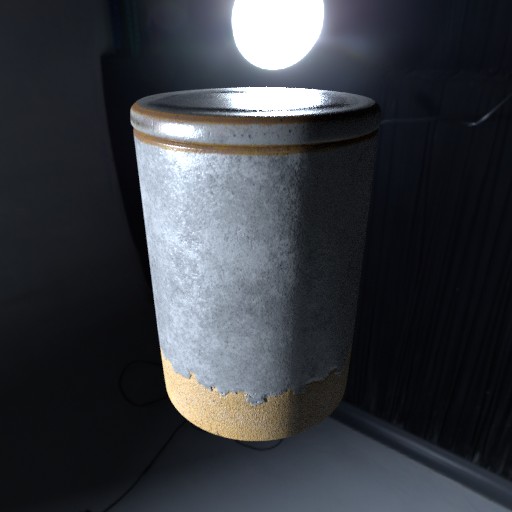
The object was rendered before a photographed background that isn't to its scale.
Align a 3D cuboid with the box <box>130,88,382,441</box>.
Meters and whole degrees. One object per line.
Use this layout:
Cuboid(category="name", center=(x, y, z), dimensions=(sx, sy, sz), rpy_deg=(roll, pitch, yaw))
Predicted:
Cuboid(category="box", center=(0.000, 0.000, 0.249), dimensions=(0.118, 0.168, 0.118), rpy_deg=(0, 26, 0))
